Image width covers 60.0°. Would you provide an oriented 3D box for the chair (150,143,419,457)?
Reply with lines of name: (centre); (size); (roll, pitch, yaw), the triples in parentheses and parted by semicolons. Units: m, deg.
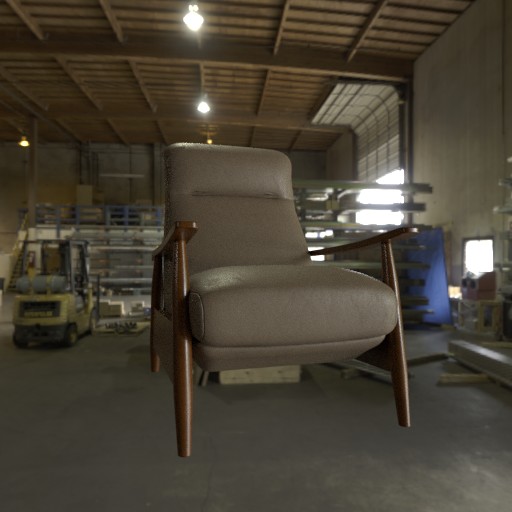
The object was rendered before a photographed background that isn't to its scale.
chair: (0.000, 0.000, 1.751); (0.762, 1.082, 1.014); (0, 0, -18)
